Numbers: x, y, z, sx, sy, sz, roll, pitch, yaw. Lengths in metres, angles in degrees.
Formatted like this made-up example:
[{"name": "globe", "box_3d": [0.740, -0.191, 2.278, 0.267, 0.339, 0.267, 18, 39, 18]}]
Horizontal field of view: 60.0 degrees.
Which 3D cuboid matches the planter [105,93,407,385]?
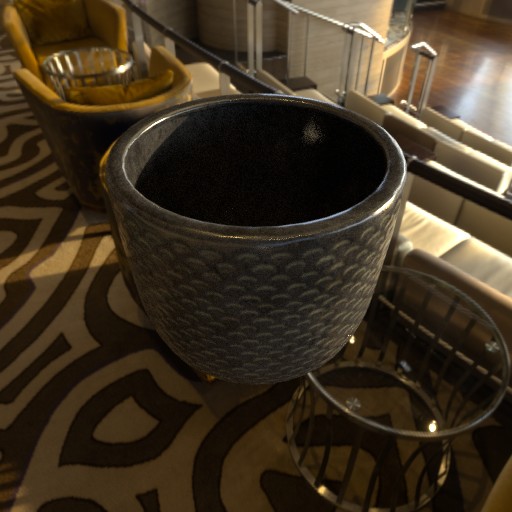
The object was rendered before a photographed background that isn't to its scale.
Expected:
[{"name": "planter", "box_3d": [0.000, 0.000, 0.356, 0.197, 0.191, 0.197, 0, 41, 0]}]
